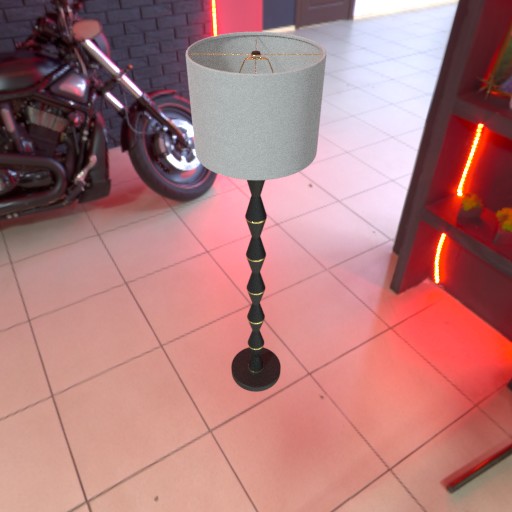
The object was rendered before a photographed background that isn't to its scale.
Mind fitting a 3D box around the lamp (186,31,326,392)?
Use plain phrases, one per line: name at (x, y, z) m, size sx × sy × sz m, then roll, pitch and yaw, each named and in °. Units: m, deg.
lamp at (0.000, 0.000, 1.690) m, size 0.381 × 1.480 × 0.381 m, roll 0°, pitch 41°, yaw 0°
